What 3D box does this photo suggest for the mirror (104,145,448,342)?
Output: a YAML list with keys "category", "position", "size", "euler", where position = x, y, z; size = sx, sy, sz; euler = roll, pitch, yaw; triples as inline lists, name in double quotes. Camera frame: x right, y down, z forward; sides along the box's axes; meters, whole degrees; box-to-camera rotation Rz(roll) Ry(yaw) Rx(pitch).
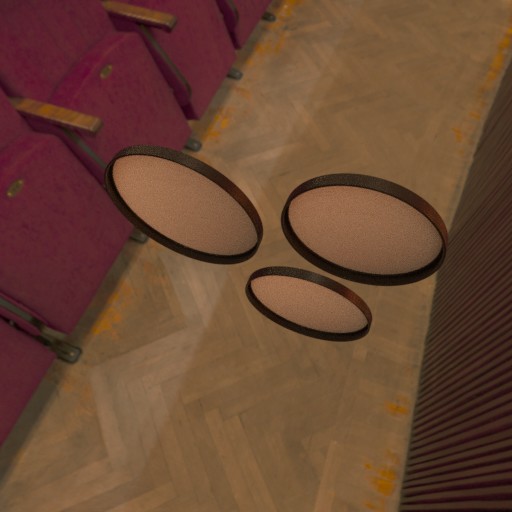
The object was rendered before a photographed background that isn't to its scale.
- category: "mirror"
  position: [0.000, 0.000, 3.116]
  size: [2.160, 2.096, 0.076]
  euler: [18, 61, 10]
